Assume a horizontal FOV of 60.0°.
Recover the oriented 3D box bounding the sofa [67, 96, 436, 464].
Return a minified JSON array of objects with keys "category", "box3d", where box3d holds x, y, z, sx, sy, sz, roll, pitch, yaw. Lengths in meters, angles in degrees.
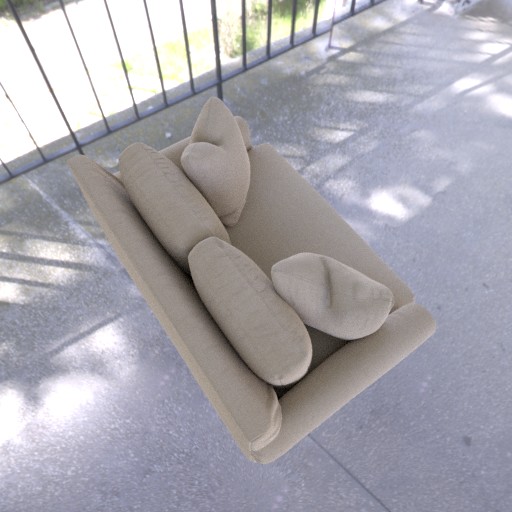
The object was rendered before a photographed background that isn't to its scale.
[{"category":"sofa","box3d":[0.000,0.000,2.129,1.070,0.905,1.550,-32,65,-16]}]
